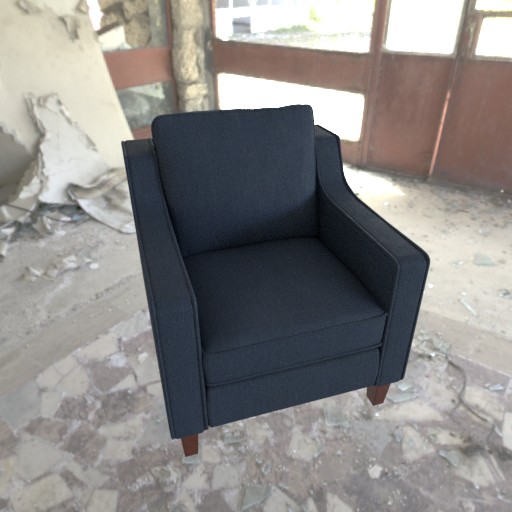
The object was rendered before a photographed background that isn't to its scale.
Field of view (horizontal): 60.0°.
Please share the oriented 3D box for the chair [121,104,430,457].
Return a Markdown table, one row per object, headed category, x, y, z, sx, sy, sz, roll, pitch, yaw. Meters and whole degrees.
| category | x | y | z | sx | sy | sz | roll | pitch | yaw |
| --- | --- | --- | --- | --- | --- | --- | --- | --- | --- |
| chair | 0.000 | 0.000 | 1.655 | 0.831 | 0.960 | 0.909 | -9 | 33 | -15 |
